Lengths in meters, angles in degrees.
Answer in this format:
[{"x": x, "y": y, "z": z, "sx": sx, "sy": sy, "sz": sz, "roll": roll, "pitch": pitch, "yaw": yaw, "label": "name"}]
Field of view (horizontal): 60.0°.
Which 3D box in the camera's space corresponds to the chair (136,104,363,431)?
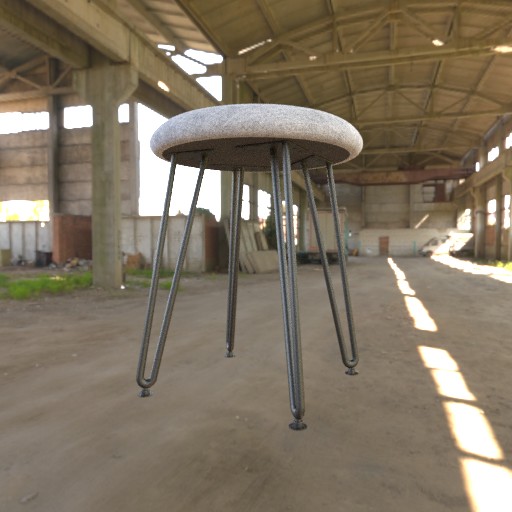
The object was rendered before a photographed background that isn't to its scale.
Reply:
[{"x": 0.000, "y": 0.000, "z": 0.664, "sx": 0.350, "sy": 0.386, "sz": 0.350, "roll": -1, "pitch": 2, "yaw": -17, "label": "chair"}]
